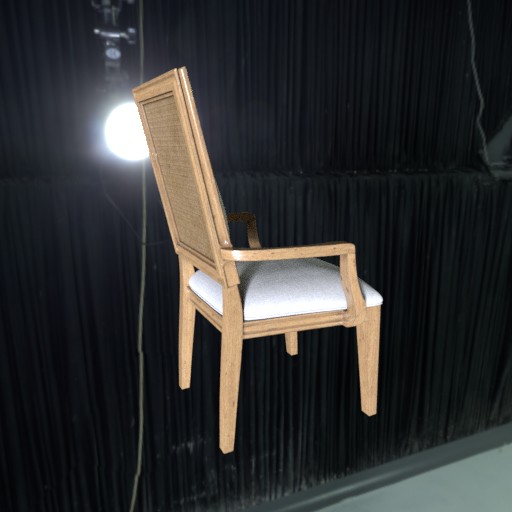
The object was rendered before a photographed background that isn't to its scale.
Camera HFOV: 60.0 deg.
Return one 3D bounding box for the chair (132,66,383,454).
[{"bbox_3d":[0.000,0.000,1.366,0.602,0.990,0.606,-7,16,-26],"label":"chair"}]
